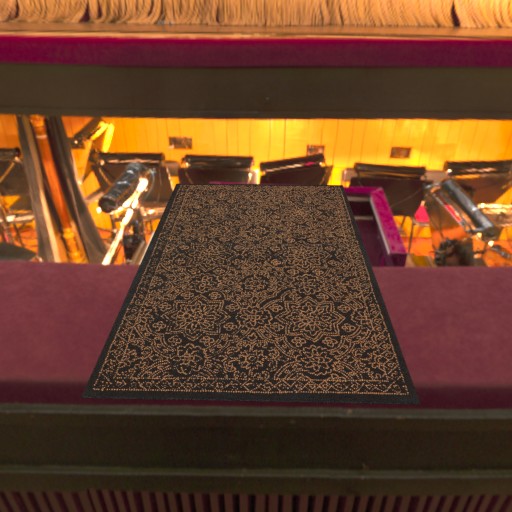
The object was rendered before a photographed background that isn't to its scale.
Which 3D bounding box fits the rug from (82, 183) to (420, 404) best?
[{"bbox_3d":[0.000,0.000,3.025,1.526,0.015,2.441,1,32,1],"label":"rug"}]
